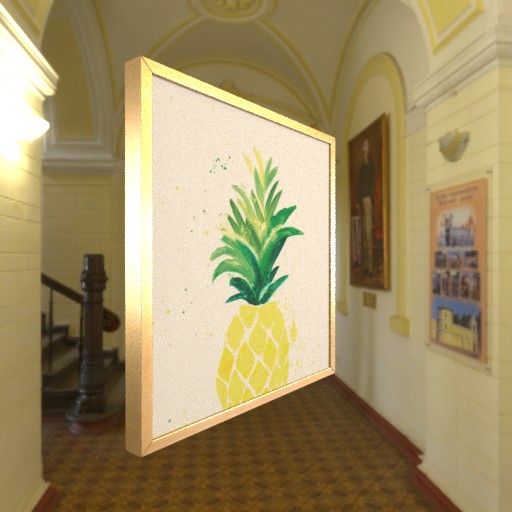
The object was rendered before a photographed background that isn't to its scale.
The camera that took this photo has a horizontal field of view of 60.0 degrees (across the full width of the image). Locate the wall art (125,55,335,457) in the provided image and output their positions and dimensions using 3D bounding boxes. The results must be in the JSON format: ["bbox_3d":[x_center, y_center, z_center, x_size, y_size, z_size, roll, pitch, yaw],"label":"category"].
[{"bbox_3d":[0.000,0.000,0.771,0.033,0.509,0.510,0,0,38],"label":"wall art"}]
